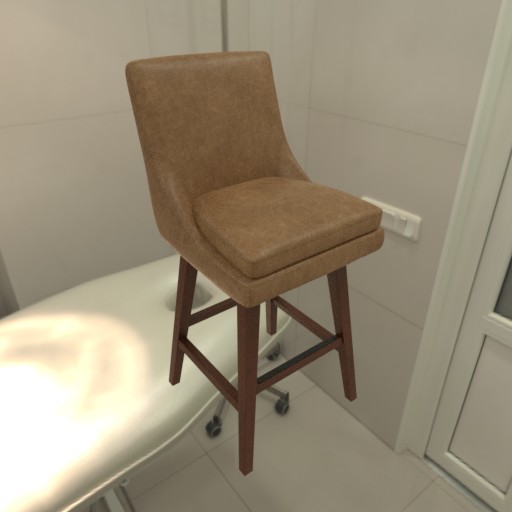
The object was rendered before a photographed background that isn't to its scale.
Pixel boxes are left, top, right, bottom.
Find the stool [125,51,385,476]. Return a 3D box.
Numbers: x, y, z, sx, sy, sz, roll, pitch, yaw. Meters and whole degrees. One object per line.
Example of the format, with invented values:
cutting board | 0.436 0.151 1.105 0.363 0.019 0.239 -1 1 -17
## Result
stool | 0.000 0.000 1.339 0.487 1.079 0.572 -21 36 -32
